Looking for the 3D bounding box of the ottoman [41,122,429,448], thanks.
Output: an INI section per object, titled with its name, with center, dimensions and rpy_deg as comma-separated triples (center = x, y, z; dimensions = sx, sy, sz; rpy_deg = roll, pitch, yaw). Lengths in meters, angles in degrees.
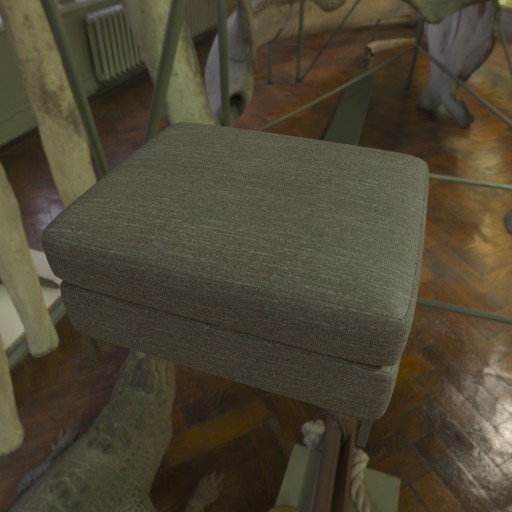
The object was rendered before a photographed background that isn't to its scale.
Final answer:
[ottoman]
center = 0.000, 0.000, 1.215
dimensions = 0.820, 0.490, 0.671
rpy_deg = 13, 41, 15
